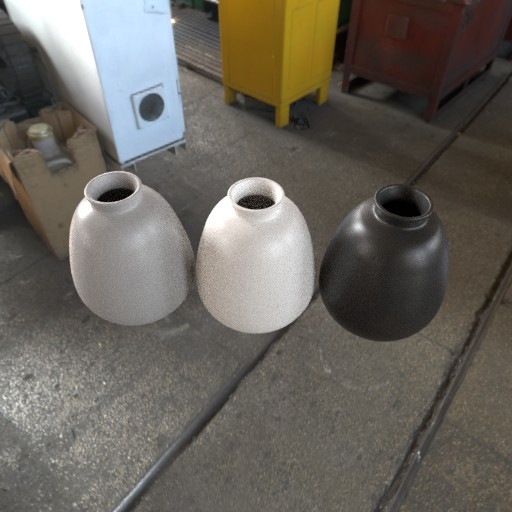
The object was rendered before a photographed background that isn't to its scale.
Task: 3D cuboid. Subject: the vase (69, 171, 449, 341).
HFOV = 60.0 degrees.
[{"bbox_3d":[0.000,0.000,0.347,0.297,0.122,0.097,3,45,3],"label":"vase"}]
